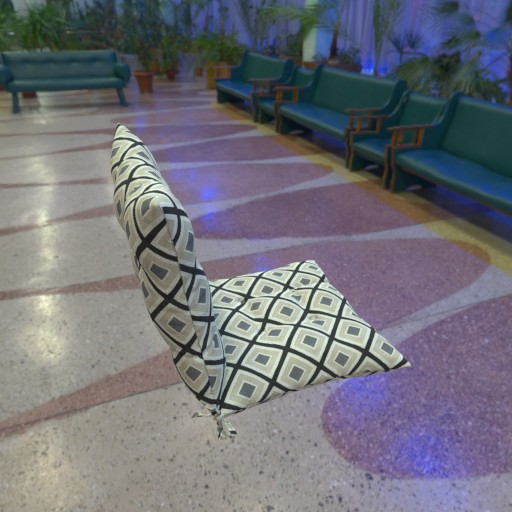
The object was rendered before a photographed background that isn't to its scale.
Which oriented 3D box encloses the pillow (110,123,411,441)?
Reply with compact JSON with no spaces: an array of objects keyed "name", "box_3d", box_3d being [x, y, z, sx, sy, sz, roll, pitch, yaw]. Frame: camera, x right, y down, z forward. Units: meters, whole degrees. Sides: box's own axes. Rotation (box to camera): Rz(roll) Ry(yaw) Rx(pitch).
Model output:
[{"name":"pillow","box_3d":[0.000,0.000,1.027,0.585,0.536,0.541,-10,32,-18]}]
